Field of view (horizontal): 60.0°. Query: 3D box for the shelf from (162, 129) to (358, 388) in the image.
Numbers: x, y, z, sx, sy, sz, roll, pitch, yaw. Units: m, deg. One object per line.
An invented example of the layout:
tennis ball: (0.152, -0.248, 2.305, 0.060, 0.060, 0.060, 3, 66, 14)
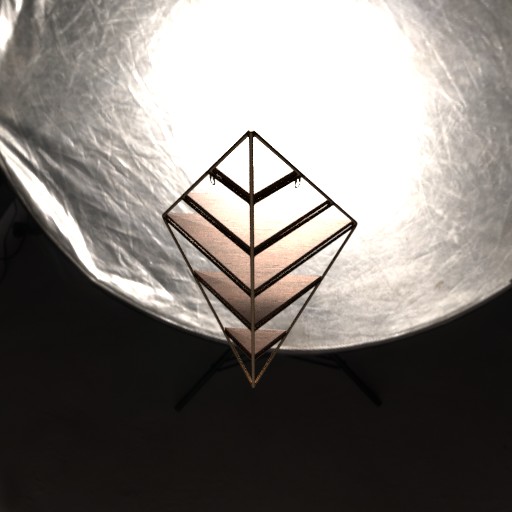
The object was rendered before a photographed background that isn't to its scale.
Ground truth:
shelf: (0.000, 0.000, 1.178, 0.564, 0.913, 0.294, 2, 46, 2)
